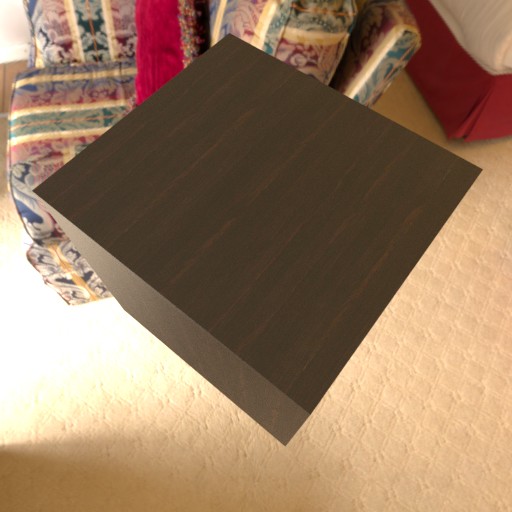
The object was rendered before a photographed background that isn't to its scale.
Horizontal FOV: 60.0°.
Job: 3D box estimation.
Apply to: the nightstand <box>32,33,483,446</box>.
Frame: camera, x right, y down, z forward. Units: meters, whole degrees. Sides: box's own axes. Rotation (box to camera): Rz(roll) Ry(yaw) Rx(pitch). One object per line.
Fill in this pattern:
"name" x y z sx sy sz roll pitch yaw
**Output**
"nightstand" 0.000 0.000 0.793 0.461 0.460 0.400 35 68 17
